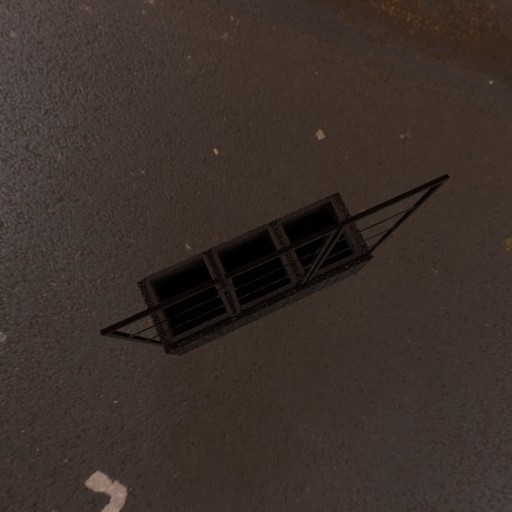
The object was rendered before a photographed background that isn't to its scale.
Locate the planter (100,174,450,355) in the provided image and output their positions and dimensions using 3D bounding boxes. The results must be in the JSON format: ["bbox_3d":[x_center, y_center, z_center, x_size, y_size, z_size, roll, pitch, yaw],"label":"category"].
[{"bbox_3d":[0.000,0.000,1.196,0.698,0.841,0.244,-24,77,-6],"label":"planter"}]
